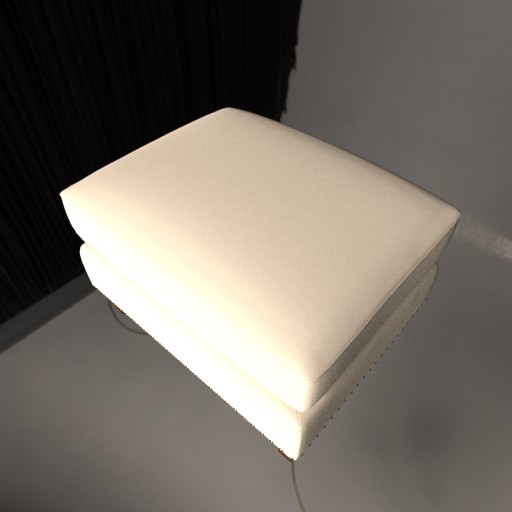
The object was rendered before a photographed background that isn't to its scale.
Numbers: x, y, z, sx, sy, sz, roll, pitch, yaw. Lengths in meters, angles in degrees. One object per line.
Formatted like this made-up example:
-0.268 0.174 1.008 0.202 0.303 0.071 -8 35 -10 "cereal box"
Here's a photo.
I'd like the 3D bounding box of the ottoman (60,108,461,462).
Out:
0.000 0.000 1.128 0.741 0.513 0.584 32 54 28 "ottoman"
